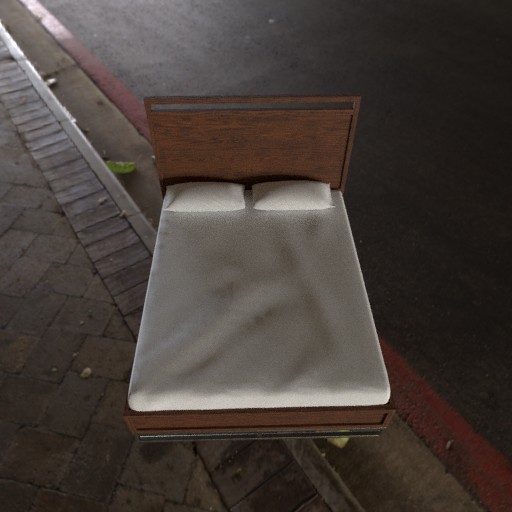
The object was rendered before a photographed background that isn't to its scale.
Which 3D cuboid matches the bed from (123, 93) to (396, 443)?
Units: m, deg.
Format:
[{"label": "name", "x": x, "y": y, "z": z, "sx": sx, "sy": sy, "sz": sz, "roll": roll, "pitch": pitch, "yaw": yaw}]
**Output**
[{"label": "bed", "x": 0.000, "y": 0.000, "z": 3.394, "sx": 1.765, "sy": 1.487, "sz": 2.218, "roll": -1, "pitch": 47, "yaw": -1}]
